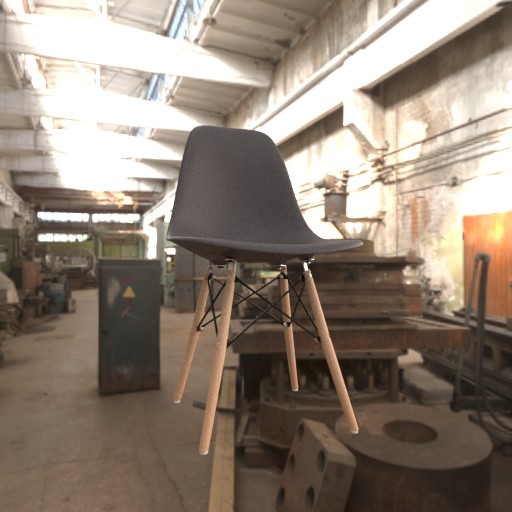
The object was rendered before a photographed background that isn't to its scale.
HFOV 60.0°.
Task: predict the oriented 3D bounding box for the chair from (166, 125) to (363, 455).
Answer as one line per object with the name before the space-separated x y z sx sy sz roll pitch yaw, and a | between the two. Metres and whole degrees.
chair | 0.000 0.000 1.162 0.470 0.826 0.533 0 -1 -18
